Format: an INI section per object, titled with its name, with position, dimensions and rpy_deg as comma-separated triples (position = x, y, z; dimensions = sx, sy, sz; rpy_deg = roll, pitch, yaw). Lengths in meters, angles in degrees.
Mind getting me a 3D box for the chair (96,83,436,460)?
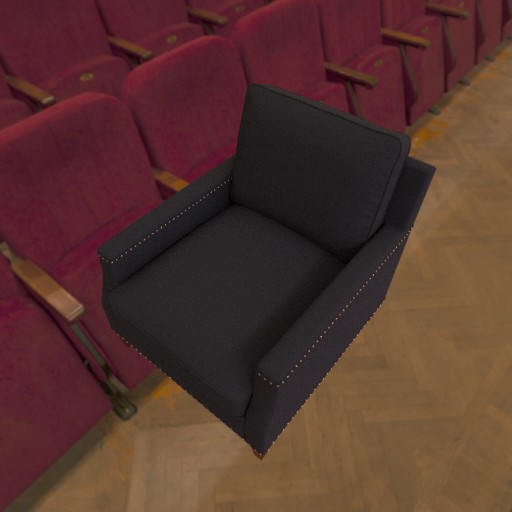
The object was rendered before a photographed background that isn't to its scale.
[chair]
position = 0.000, 0.000, 1.728
dimensions = 0.853, 0.943, 1.014
rpy_deg = 31, 54, 26
